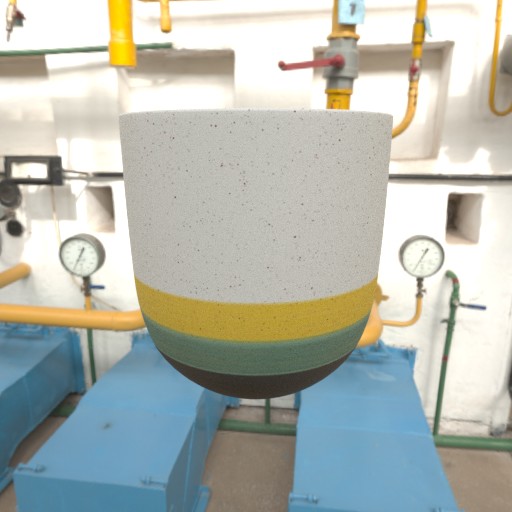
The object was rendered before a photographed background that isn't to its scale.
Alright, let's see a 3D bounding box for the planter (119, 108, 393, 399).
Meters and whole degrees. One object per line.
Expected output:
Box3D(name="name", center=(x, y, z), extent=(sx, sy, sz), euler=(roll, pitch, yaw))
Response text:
Box3D(name="planter", center=(0.000, 0.000, 0.355), extent=(0.195, 0.214, 0.195), euler=(0, 15, 0))
